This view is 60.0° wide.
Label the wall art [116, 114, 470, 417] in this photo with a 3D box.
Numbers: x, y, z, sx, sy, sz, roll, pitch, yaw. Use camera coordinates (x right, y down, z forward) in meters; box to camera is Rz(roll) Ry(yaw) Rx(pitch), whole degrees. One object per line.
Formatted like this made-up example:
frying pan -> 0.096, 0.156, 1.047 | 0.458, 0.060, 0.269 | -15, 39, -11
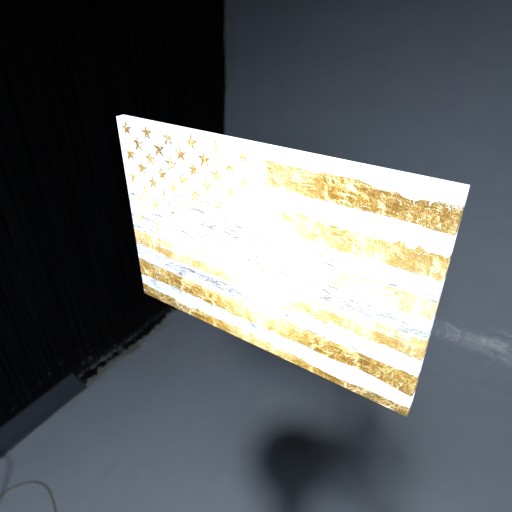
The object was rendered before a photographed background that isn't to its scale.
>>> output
wall art -> 0.000, 0.000, 1.186 | 0.932, 0.610, 0.027 | 19, 36, 29
